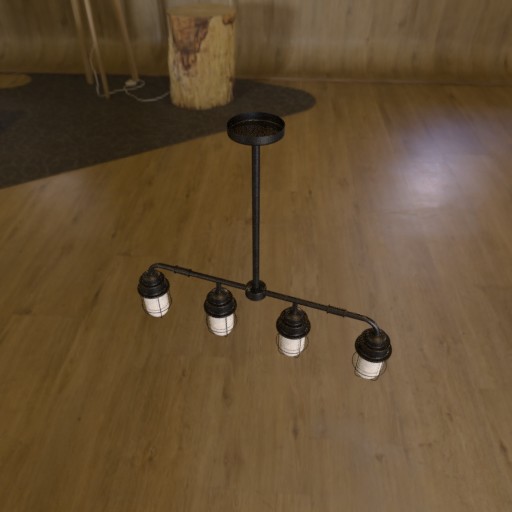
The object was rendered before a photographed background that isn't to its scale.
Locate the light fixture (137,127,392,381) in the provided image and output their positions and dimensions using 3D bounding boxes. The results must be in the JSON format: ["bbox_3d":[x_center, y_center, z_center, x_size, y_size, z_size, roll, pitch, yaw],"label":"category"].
[{"bbox_3d":[0.000,0.000,1.253,0.852,0.785,0.131,13,43,15],"label":"light fixture"}]
